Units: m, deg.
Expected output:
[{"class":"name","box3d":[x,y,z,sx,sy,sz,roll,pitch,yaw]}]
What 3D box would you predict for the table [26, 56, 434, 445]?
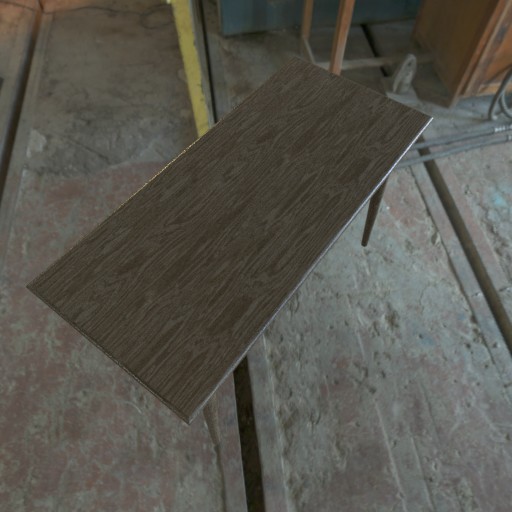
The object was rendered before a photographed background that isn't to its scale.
[{"class":"table","box3d":[0.000,0.000,1.717,0.599,0.780,1.300,33,64,19]}]
